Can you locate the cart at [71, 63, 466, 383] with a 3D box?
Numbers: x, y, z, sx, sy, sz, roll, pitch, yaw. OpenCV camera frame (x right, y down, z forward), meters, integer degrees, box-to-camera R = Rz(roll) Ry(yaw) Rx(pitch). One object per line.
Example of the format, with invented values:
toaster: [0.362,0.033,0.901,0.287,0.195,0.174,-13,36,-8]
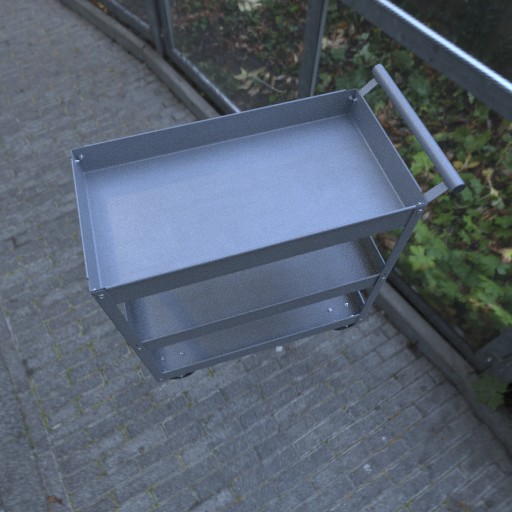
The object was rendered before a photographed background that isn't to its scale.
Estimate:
cart: [0.000,0.000,1.200,0.719,0.780,0.366,-15,61,-9]
